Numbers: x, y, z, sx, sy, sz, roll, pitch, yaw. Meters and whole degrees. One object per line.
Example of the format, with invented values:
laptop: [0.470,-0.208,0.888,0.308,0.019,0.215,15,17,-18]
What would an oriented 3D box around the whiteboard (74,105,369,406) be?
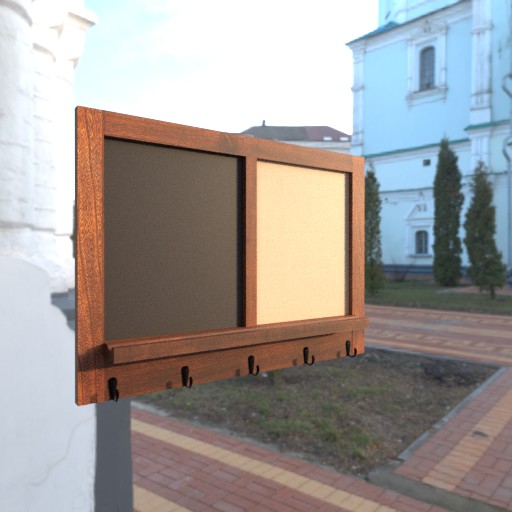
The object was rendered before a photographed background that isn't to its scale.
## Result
whiteboard: [0.000,0.000,1.014,0.768,0.553,0.083,0,0,-35]
